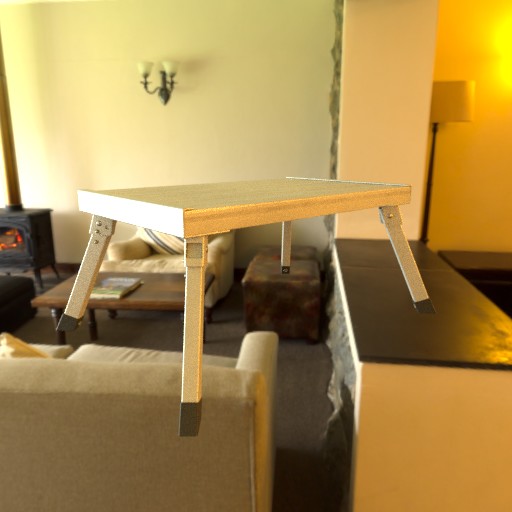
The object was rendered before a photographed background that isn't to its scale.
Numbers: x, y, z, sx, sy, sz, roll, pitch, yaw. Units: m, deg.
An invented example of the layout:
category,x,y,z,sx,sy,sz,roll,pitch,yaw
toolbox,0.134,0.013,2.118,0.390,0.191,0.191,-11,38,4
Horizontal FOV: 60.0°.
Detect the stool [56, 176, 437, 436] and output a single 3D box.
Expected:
category,x,y,z,sx,sy,sz,roll,pitch,yaw
stool,0.000,0.000,0.726,0.535,0.225,0.385,-12,18,-41
